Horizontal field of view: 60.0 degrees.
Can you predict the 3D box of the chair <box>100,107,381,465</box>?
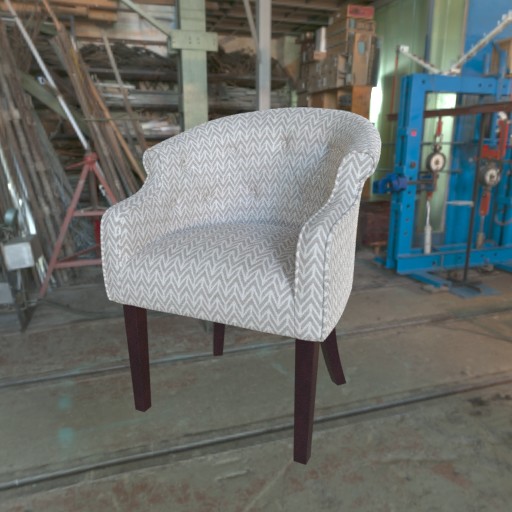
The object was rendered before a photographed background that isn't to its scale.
[{"bbox_3d":[0.000,0.000,1.295,0.686,0.858,0.613,7,16,25],"label":"chair"}]
